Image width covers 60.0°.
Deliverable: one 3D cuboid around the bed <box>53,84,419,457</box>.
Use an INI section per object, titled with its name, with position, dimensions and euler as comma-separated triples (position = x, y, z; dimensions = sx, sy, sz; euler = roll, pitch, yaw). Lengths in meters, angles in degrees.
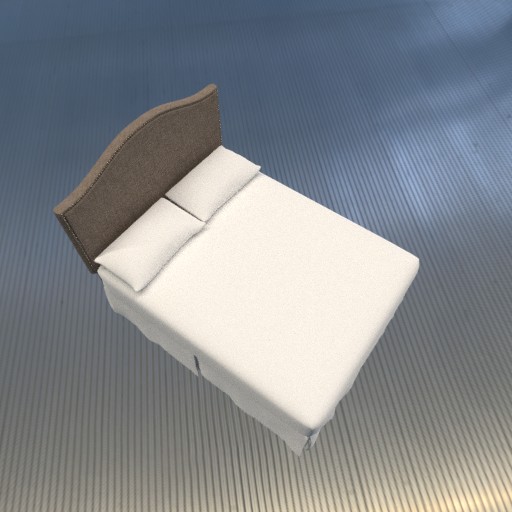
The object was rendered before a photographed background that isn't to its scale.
[bed]
position = 0.000, 0.000, 3.360
dimensions = 2.153, 1.518, 1.713
euler = 32, 62, 19
